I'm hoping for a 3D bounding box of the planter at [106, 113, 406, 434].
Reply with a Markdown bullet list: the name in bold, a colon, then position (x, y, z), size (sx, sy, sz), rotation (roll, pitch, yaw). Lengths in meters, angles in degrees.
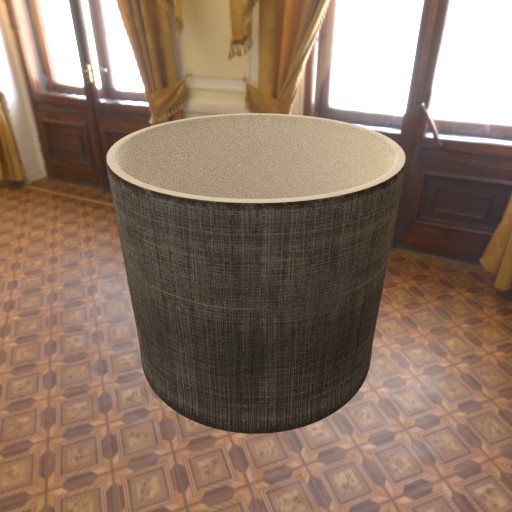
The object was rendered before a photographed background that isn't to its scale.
- **planter**: position (0.000, 0.000, 0.313), size (0.178, 0.157, 0.178), rotation (0, 30, 0)
